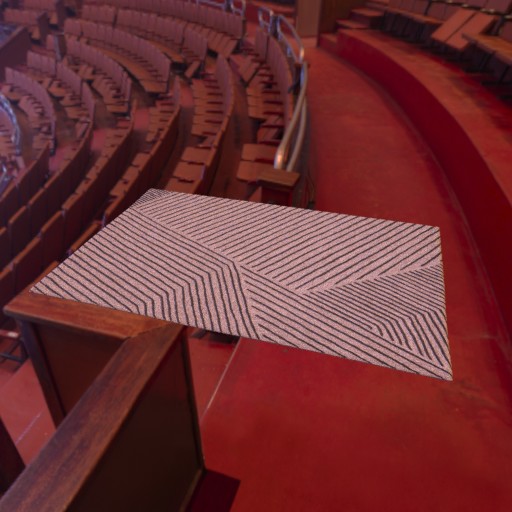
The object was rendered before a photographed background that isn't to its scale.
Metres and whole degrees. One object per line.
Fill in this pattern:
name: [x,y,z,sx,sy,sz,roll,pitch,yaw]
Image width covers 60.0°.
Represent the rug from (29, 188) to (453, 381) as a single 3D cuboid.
rug: [0.000,0.000,2.994,2.406,0.023,1.539,9,34,14]
